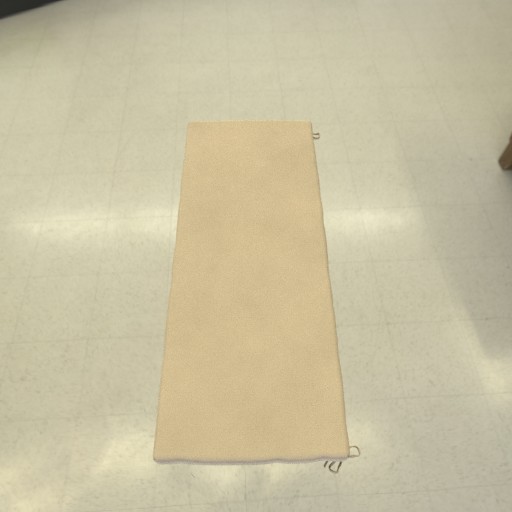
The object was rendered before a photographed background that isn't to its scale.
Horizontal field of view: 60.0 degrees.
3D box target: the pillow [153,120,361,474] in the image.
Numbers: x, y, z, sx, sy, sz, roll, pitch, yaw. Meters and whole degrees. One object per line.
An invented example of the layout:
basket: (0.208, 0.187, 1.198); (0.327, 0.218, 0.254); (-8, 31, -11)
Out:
pillow: (0.000, 0.000, 1.338); (0.492, 0.081, 1.187); (-1, 57, 0)
